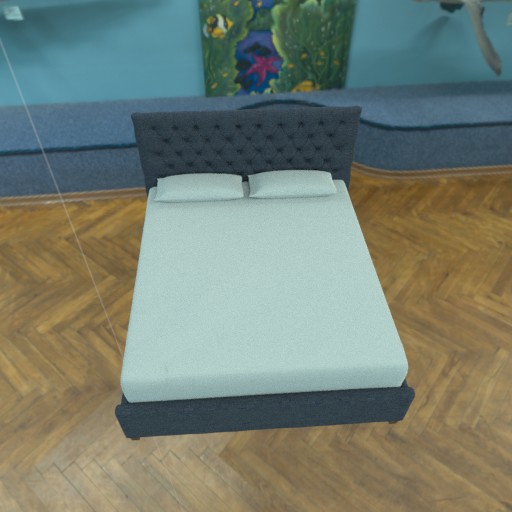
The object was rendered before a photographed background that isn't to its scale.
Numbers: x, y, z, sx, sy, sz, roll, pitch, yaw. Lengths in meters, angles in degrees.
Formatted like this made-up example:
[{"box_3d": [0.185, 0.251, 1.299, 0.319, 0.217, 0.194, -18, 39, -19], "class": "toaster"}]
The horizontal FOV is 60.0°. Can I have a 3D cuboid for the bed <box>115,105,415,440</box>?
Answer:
[{"box_3d": [0.000, 0.000, 3.649, 2.078, 1.427, 2.387, -3, 45, -3], "class": "bed"}]
